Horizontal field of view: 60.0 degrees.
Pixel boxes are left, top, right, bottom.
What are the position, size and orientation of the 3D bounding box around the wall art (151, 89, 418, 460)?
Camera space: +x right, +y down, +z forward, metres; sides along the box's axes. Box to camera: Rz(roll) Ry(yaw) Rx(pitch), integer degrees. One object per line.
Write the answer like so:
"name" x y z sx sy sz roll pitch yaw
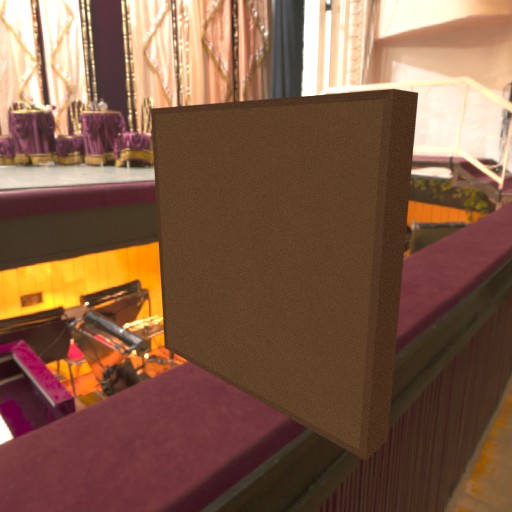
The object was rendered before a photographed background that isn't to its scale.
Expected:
"wall art" 0.000 0.000 0.461 0.304 0.303 0.038 14 20 43
